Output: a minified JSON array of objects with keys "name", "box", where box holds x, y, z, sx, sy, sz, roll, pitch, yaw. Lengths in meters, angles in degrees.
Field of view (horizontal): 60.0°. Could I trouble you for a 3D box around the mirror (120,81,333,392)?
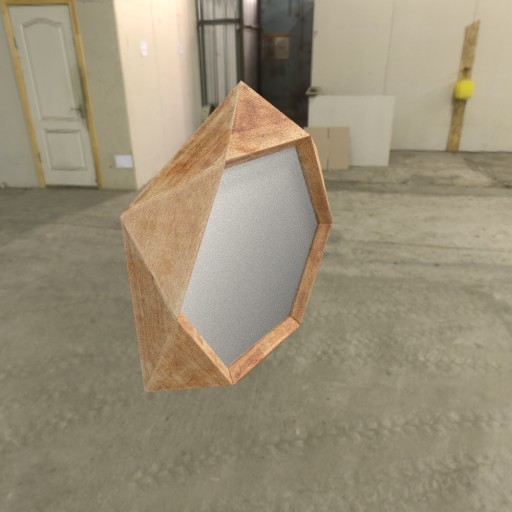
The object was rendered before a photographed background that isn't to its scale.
[{"name":"mirror","box":[0.000,0.000,1.061,0.091,0.779,0.675,18,31,32]}]
